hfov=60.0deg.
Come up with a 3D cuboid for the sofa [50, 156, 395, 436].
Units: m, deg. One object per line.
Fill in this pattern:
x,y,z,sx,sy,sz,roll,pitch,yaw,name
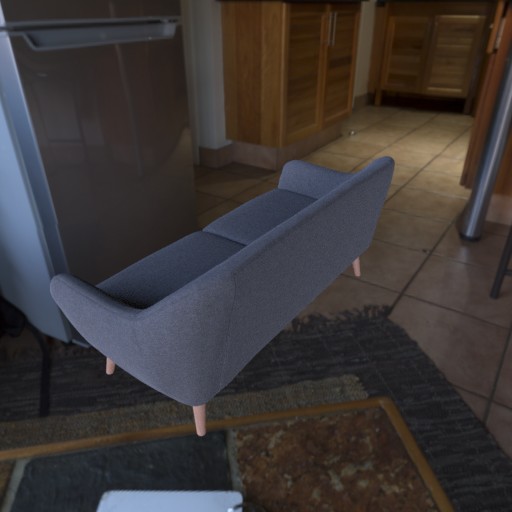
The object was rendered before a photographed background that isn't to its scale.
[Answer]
0.000,0.000,2.296,0.820,0.820,1.840,21,36,31,sofa
